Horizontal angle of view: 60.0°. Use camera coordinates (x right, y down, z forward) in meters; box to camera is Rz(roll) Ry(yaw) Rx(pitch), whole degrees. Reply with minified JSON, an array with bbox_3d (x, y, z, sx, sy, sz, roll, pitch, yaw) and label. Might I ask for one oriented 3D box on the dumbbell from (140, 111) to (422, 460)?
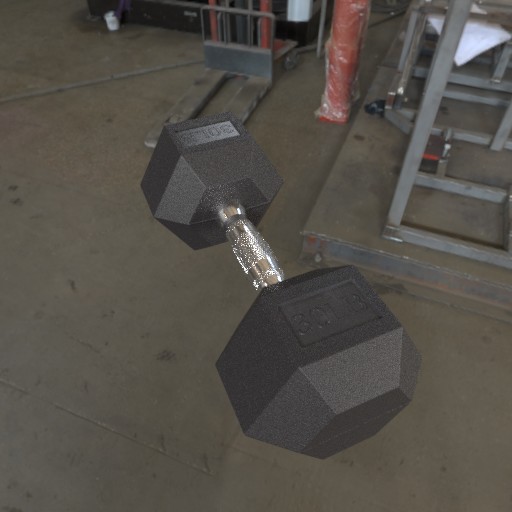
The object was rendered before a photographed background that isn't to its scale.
[{"bbox_3d":[0.000,0.000,0.398,0.142,0.123,0.337,-18,49,-16],"label":"dumbbell"}]
